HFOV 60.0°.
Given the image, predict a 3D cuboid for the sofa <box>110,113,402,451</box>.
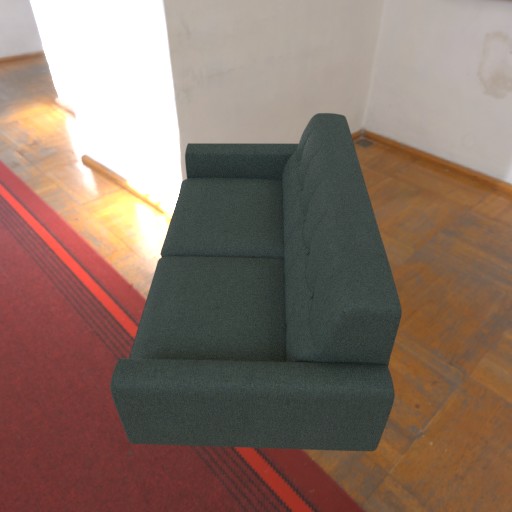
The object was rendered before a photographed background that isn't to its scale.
[{"bbox_3d":[0.000,0.000,2.056,0.909,0.841,1.631,1,41,1],"label":"sofa"}]
